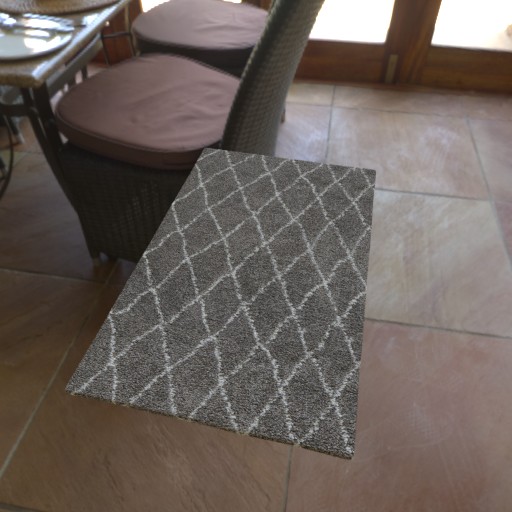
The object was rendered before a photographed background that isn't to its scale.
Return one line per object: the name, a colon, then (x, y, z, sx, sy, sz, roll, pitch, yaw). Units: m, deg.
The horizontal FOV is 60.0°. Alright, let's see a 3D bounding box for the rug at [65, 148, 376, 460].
rug: (0.000, 0.000, 3.057, 1.524, 0.030, 2.438, 10, 46, 9)
